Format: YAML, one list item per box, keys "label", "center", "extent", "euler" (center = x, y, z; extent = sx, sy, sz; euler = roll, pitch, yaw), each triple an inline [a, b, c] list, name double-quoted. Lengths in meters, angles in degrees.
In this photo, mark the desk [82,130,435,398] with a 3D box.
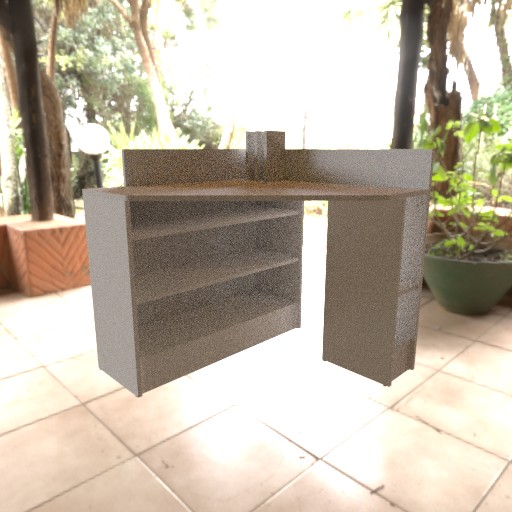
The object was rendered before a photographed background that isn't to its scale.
- label: "desk"
  center: [0.000, 0.000, 1.751]
  extent: [0.940, 0.986, 0.940]
  euler: [-13, 19, -43]
